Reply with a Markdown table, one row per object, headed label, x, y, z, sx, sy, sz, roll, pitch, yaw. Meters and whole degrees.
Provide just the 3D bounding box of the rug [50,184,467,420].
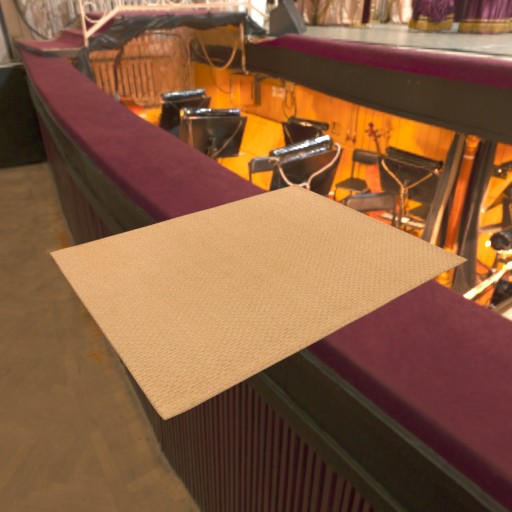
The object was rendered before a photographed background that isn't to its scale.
| label | x | y | z | sx | sy | sz | roll | pitch | yaw |
| --- | --- | --- | --- | --- | --- | --- | --- | --- | --- |
| rug | 0.000 | 0.000 | 3.890 | 2.897 | 0.035 | 2.277 | -20 | 35 | -31 |
